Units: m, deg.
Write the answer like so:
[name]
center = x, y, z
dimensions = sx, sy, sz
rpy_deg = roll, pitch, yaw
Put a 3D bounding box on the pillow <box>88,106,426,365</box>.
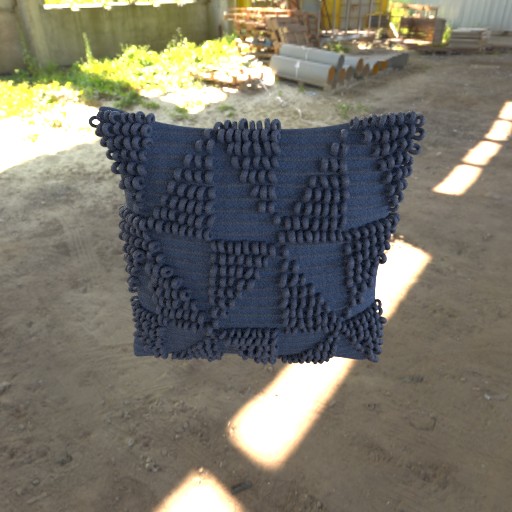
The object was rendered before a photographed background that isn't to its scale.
[pillow]
center = 0.000, 0.000, 0.724
dimensions = 0.469, 0.466, 0.172
rpy_deg = 1, 30, 1
